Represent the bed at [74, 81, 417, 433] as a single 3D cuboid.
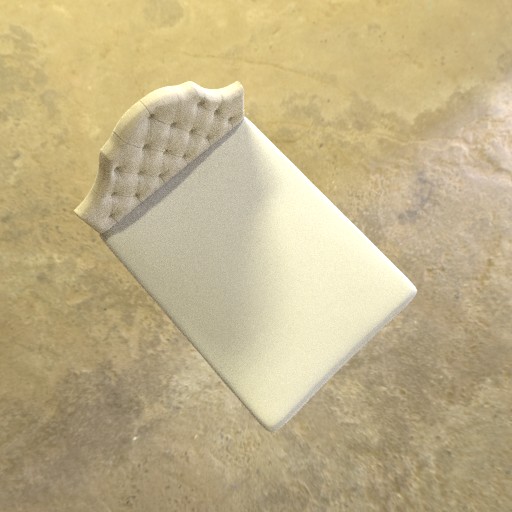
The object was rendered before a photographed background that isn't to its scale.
[{"bbox_3d":[0.000,0.000,3.239,1.627,1.575,2.092,-41,80,-9],"label":"bed"}]
